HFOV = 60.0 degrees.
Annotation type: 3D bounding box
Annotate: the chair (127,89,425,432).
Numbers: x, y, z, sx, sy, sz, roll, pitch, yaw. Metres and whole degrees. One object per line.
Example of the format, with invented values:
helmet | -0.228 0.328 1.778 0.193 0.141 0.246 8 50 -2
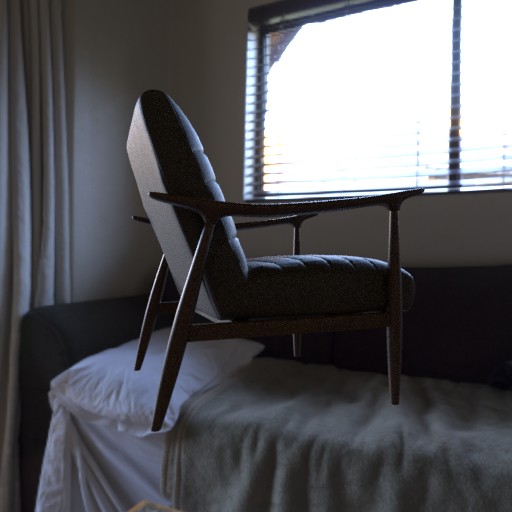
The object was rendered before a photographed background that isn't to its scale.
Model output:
chair | 0.000 0.000 1.454 0.798 0.831 0.741 0 -1 -19
